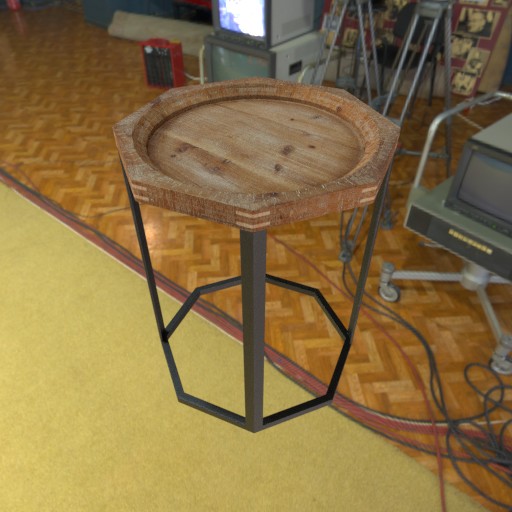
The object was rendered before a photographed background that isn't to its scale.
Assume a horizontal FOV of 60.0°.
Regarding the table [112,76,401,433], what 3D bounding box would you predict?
[{"bbox_3d":[0.000,0.000,0.882,0.458,0.543,0.458,1,41,1],"label":"table"}]
